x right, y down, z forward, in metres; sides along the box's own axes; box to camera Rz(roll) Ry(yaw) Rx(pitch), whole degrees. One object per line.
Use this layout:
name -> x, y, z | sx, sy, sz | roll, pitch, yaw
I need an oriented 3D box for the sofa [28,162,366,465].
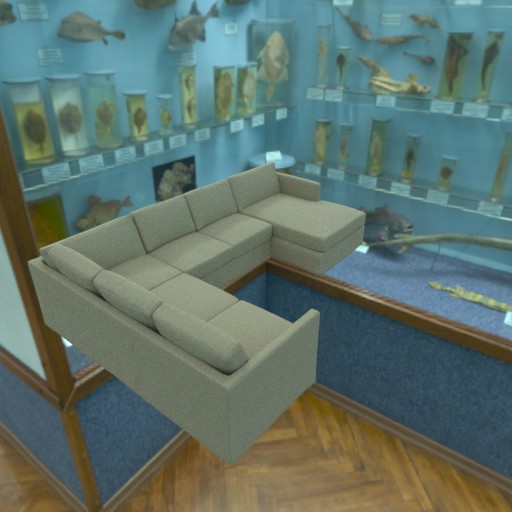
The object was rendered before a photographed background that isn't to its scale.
sofa -> 0.000, 0.000, 4.533 | 2.427, 0.882, 3.460 | 21, 35, 34
